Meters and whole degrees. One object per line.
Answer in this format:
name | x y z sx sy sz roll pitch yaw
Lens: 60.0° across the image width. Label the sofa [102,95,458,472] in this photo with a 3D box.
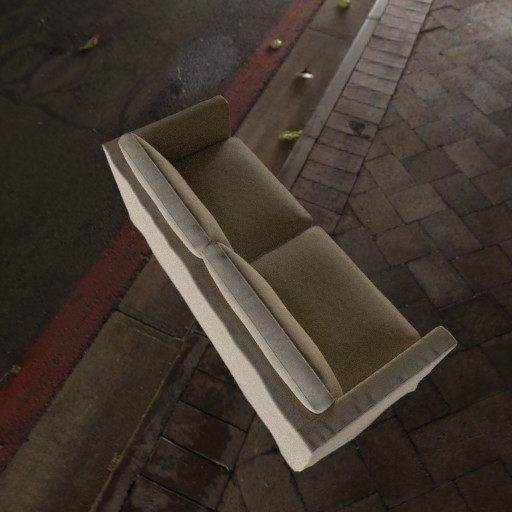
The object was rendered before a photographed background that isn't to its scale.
sofa | 0.000 0.000 2.776 0.956 0.847 2.296 -29 62 -17
